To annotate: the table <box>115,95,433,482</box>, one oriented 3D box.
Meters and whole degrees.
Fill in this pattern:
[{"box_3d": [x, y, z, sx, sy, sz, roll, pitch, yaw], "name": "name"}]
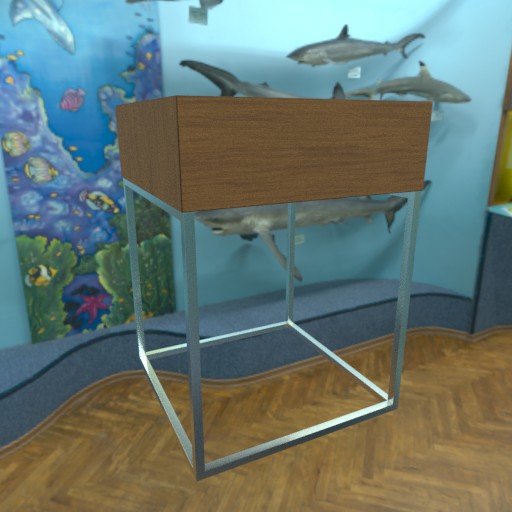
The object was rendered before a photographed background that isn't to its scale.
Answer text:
[{"box_3d": [0.000, 0.000, 0.830, 0.397, 0.540, 0.398, -8, 19, -25], "name": "table"}]
